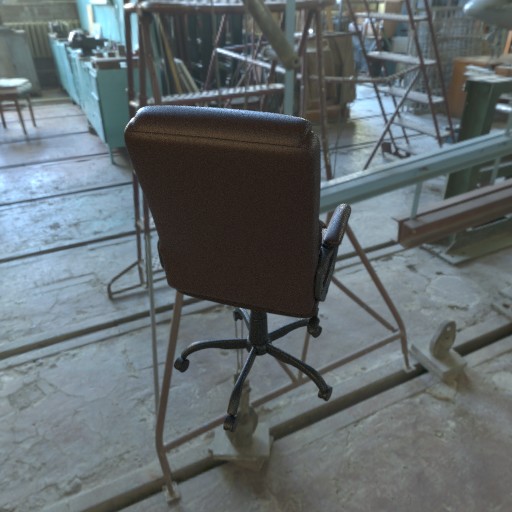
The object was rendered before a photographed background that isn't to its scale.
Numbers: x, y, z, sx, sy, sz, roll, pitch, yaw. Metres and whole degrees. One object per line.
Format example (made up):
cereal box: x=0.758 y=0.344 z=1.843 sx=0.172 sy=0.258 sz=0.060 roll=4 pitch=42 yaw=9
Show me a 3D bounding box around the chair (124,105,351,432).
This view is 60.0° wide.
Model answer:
chair: x=0.000 y=0.000 z=1.486 sx=0.615 sy=1.072 sz=0.655 roll=9 pitch=32 yaw=15
